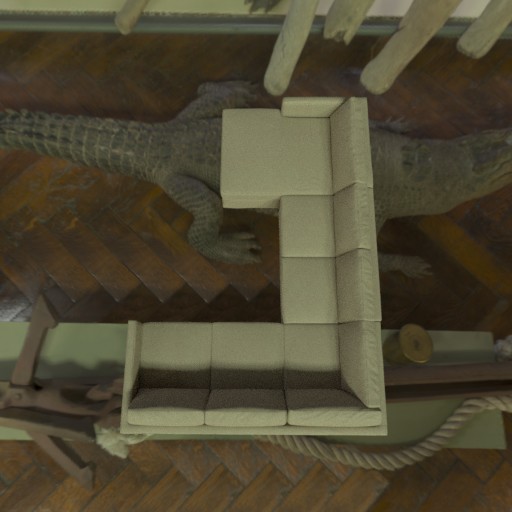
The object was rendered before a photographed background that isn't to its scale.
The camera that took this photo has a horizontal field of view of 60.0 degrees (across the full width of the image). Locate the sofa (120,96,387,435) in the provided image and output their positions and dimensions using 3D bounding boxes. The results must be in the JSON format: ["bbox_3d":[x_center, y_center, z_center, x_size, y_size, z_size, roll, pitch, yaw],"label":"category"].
[{"bbox_3d":[0.000,0.000,4.655,2.476,0.878,3.528,0,75,0],"label":"sofa"}]
